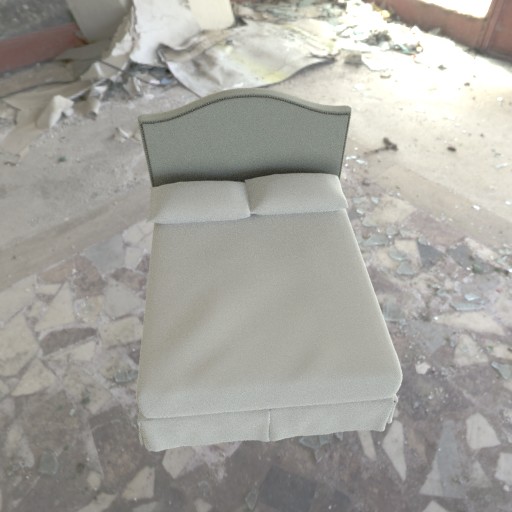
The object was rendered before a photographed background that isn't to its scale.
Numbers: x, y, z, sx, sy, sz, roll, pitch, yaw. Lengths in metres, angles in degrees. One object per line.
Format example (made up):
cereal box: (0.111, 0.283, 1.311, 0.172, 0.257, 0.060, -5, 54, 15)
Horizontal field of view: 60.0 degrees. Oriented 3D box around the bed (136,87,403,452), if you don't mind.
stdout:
bed: (0.000, 0.000, 3.319, 1.813, 1.607, 2.180, -4, 46, -3)
